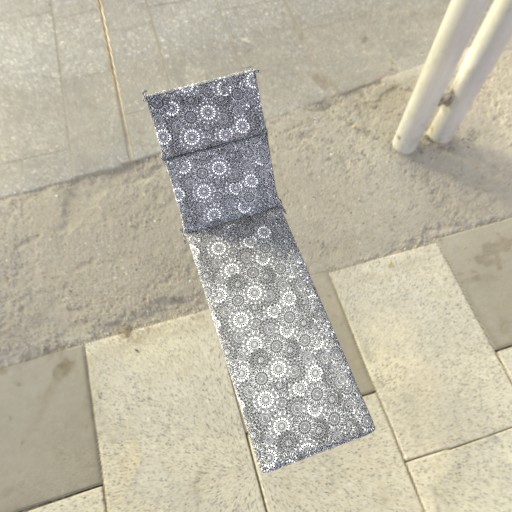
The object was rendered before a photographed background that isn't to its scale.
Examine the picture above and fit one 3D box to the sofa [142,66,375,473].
[{"bbox_3d":[0.000,0.000,1.958,0.582,0.622,1.663,-17,65,-8],"label":"sofa"}]
